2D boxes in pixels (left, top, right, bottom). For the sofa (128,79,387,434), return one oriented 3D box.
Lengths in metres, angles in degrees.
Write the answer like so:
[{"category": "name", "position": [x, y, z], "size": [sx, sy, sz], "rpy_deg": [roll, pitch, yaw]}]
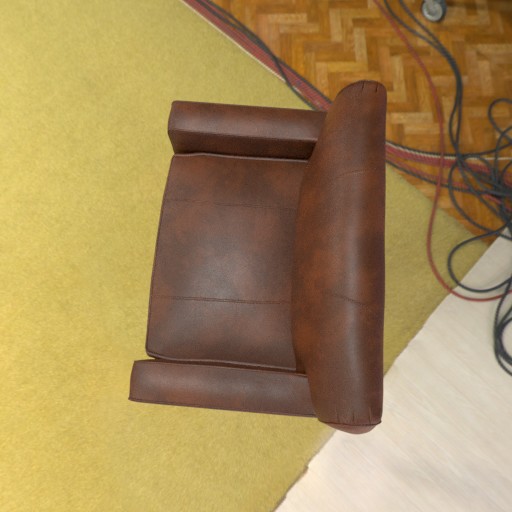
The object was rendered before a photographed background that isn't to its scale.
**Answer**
[{"category": "sofa", "position": [0.000, 0.000, 2.084], "size": [1.000, 0.956, 1.413], "rpy_deg": [5, 76, 1]}]
